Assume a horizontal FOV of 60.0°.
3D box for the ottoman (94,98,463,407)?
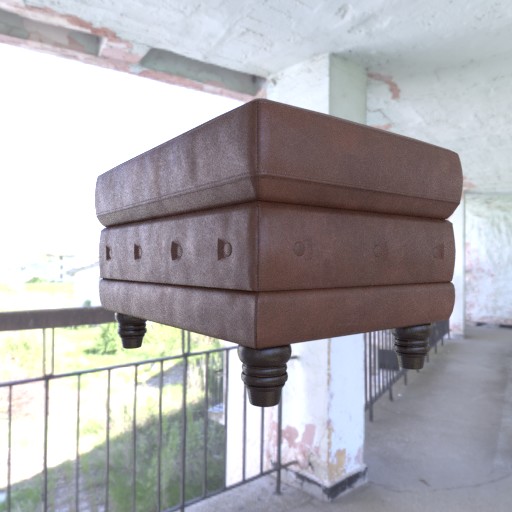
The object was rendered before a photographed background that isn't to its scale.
[{"bbox_3d":[0.000,0.000,1.132,0.588,0.509,0.795,0,-1,-37],"label":"ottoman"}]
